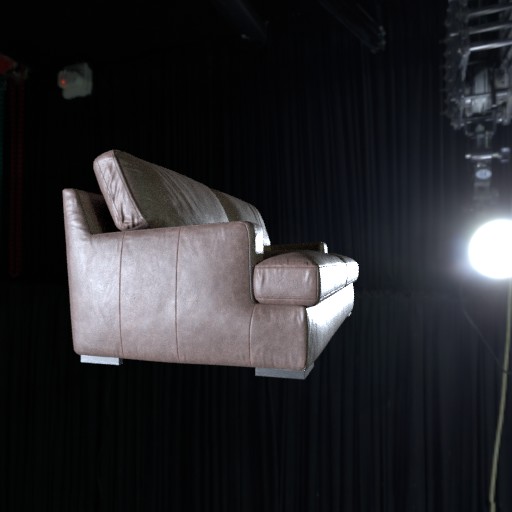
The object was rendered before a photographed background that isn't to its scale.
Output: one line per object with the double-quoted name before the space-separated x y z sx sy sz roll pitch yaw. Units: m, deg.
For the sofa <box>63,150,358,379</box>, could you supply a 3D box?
"sofa" 0.000 0.000 2.815 1.143 0.941 2.261 0 -1 17
